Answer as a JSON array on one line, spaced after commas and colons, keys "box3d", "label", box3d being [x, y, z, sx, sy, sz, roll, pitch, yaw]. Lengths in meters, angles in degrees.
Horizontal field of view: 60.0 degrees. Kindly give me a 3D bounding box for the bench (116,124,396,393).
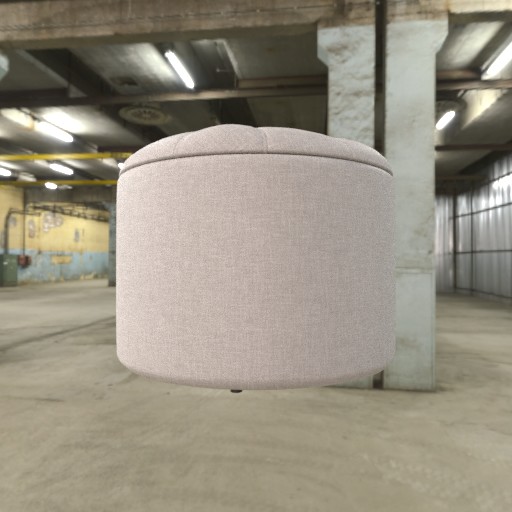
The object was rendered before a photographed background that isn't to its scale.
[{"box3d": [0.000, 0.000, 0.998, 0.600, 0.453, 0.600, 0, -1, 0], "label": "bench"}]
